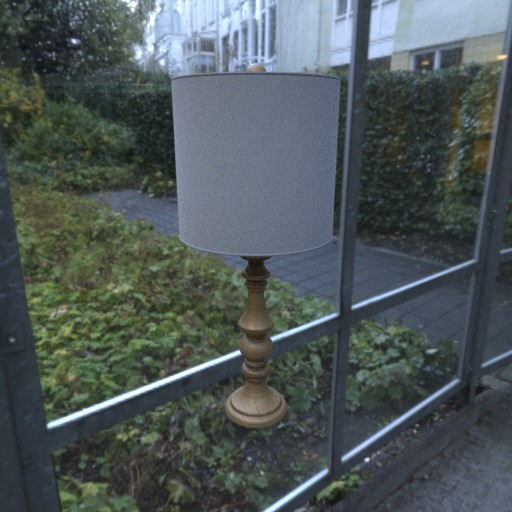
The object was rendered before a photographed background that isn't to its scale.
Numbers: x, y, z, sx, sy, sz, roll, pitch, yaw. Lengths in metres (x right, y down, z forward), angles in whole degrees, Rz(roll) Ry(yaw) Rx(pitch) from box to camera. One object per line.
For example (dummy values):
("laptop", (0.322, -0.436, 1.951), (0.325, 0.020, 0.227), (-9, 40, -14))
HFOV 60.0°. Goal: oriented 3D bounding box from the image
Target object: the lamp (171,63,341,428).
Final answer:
("lamp", (0.000, 0.000, 0.745), (0.250, 0.597, 0.250), (-8, 19, -25))
